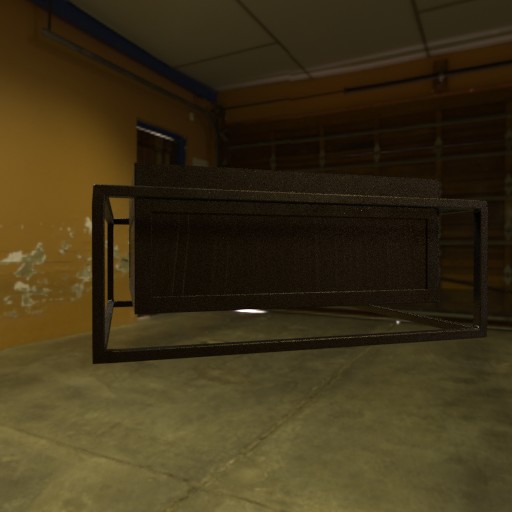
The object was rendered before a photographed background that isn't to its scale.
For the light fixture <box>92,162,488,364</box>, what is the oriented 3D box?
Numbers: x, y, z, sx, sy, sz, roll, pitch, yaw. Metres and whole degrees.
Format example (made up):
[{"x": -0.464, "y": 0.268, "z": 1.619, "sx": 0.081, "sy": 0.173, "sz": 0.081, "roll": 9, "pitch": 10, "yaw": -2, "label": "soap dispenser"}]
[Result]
[{"x": 0.000, "y": 0.000, "z": 0.673, "sx": 0.441, "sy": 0.191, "sz": 0.441, "roll": 0, "pitch": 1, "yaw": -17, "label": "light fixture"}]
